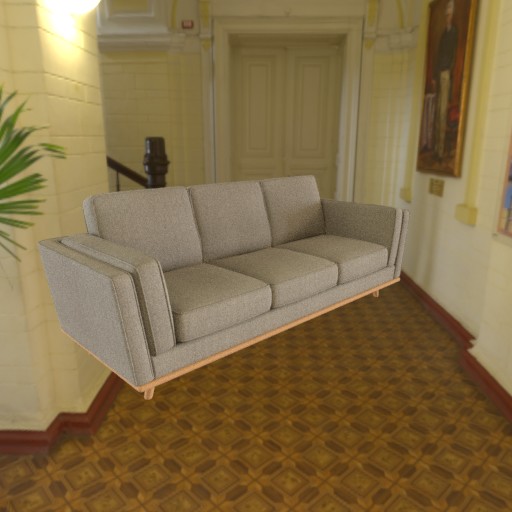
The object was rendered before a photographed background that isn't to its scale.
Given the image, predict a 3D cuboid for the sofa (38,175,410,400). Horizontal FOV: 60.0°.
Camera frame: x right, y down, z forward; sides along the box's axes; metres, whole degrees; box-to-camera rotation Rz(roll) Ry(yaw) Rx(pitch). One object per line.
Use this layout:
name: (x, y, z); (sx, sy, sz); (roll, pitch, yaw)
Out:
sofa: (0.000, 0.000, 2.837); (2.362, 0.899, 0.903); (-14, 20, -42)
